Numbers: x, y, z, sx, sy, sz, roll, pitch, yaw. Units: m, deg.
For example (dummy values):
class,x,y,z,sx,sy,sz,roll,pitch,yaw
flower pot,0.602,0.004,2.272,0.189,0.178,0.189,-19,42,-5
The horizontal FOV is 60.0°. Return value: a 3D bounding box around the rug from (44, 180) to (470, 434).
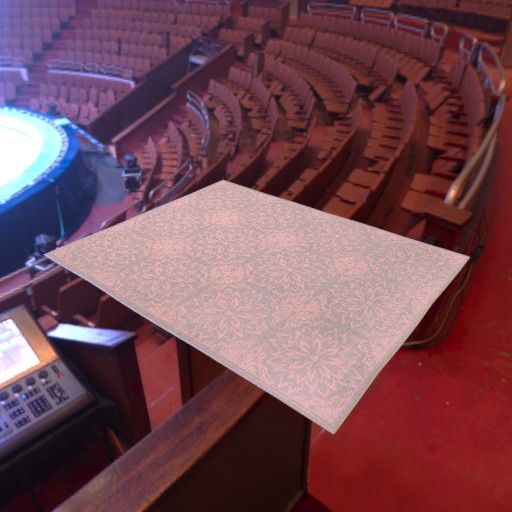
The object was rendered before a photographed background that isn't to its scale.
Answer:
class,x,y,z,sx,sy,sz,roll,pitch,yaw
rug,0.000,0.000,3.948,2.980,0.012,2.363,23,37,33
